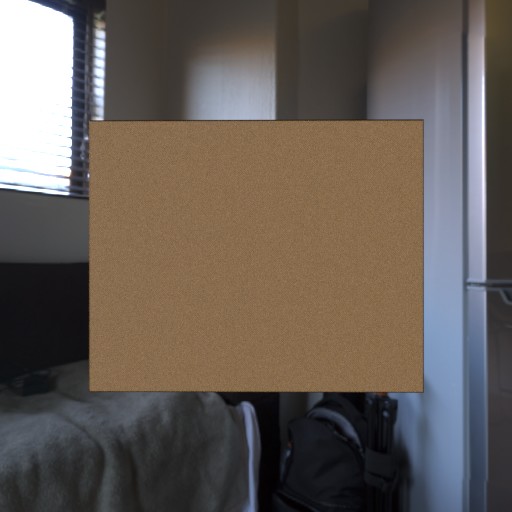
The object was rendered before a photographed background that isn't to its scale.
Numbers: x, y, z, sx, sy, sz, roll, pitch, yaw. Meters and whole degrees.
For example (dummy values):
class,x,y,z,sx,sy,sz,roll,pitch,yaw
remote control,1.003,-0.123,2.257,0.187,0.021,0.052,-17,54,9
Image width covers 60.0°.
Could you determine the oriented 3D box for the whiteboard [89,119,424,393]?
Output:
class,x,y,z,sx,sy,sz,roll,pitch,yaw
whiteboard,0.000,0.000,0.758,0.561,0.457,0.029,0,0,1
